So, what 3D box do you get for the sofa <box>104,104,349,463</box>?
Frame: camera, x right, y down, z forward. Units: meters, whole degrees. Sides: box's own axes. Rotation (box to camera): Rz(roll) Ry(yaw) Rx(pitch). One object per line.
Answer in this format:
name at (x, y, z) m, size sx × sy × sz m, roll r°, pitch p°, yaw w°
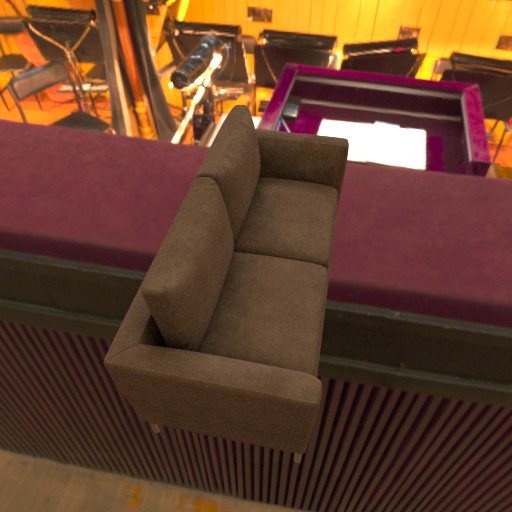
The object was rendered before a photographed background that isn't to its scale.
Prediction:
sofa at (0.000, 0.000, 2.440) m, size 0.855 × 1.013 × 1.832 m, roll 8°, pitch 47°, yaw 8°
